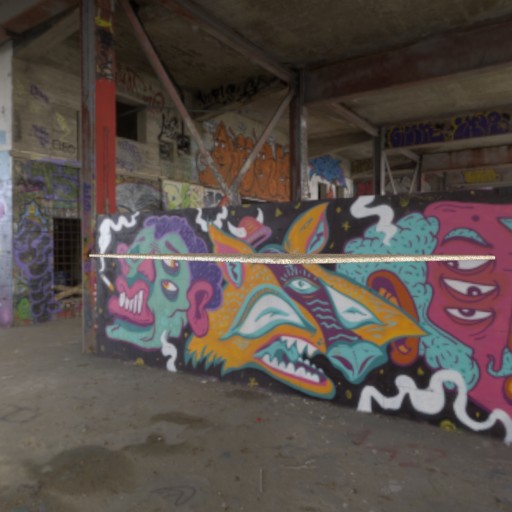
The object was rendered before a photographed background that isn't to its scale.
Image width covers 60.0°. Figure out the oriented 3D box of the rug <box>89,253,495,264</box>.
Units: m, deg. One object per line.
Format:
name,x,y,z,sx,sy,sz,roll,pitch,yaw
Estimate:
rug,0.000,0.000,3.002,1.539,0.024,2.469,0,1,-36
